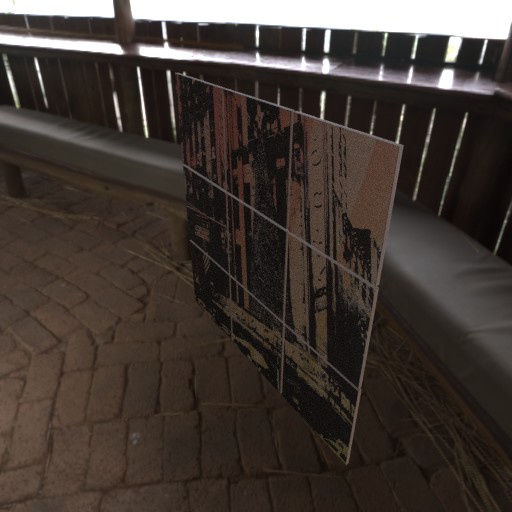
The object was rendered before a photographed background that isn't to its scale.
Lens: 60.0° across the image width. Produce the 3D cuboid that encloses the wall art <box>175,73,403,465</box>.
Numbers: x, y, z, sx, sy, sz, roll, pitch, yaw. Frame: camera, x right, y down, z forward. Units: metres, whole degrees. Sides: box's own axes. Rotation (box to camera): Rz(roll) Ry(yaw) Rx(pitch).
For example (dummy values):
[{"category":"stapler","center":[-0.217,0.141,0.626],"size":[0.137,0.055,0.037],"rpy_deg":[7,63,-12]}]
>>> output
[{"category":"wall art","center":[0.000,0.000,2.226],"size":[0.017,1.521,1.527],"rpy_deg":[-19,36,-29]}]
